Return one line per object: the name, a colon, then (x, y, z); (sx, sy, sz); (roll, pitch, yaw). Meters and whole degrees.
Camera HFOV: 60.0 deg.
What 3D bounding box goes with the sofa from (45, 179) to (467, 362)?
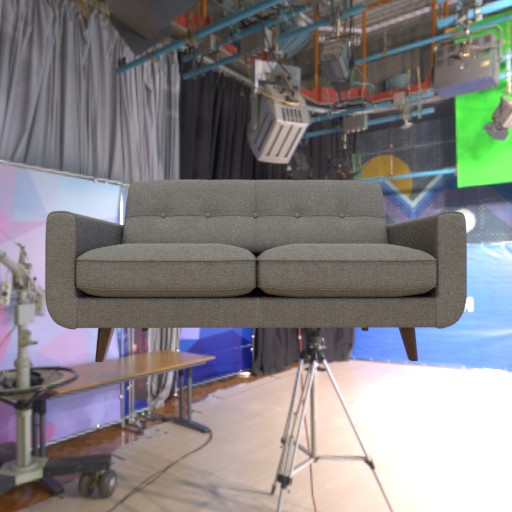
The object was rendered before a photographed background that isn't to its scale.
sofa: (0.000, 0.000, 2.130); (1.631, 0.841, 0.909); (0, -1, -1)
